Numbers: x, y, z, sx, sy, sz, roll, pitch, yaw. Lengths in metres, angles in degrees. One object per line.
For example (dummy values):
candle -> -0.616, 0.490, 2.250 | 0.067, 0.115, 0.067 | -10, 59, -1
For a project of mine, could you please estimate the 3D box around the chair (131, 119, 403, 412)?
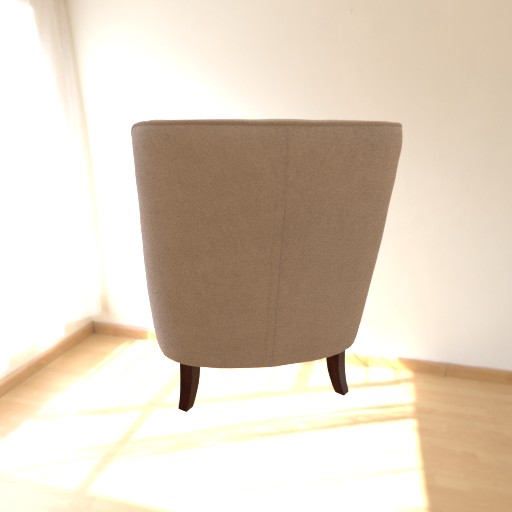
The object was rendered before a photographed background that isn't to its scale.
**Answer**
chair -> 0.000, 0.000, 1.599 | 0.781, 0.920, 0.910 | -3, 15, -10
